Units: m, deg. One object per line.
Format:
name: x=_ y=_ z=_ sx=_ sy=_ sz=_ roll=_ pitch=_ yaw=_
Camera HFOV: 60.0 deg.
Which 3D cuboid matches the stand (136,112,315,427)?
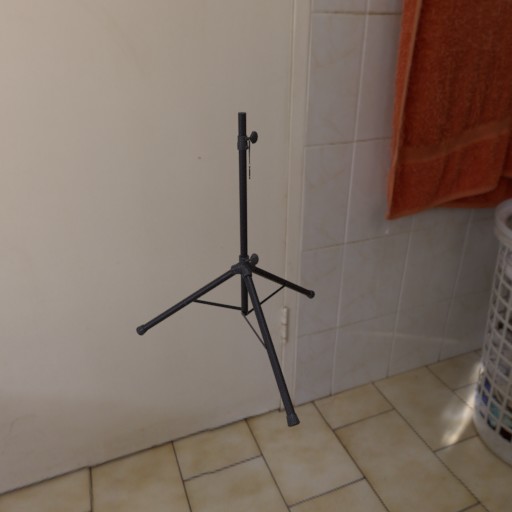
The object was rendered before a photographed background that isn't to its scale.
stand: x=0.000 y=0.000 z=1.896 sx=1.045 sy=1.136 sz=0.907 roll=-9 pitch=28 yaw=-17
